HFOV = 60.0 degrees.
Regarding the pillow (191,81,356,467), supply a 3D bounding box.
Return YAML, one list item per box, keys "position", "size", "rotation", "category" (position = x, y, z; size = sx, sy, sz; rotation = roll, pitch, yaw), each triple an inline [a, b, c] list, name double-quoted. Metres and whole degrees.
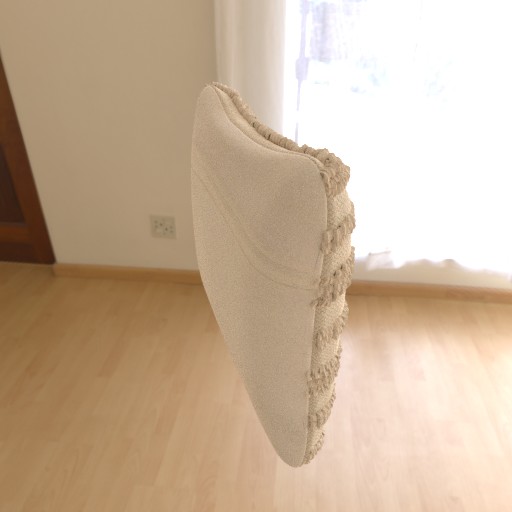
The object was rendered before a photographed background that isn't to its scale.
- position: [0.000, 0.000, 0.651]
  size: [0.145, 0.427, 0.437]
  rotation: [-10, 33, -16]
  category: "pillow"
